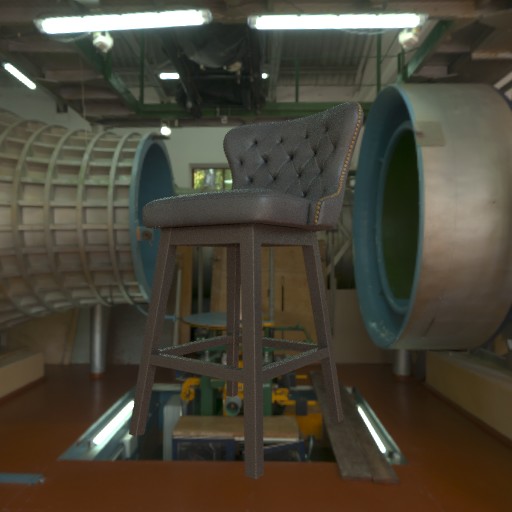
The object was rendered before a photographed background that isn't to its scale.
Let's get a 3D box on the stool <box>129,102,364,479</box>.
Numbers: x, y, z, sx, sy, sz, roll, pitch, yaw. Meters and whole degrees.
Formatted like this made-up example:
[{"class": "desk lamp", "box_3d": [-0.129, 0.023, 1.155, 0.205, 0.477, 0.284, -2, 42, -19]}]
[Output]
[{"class": "stool", "box_3d": [0.000, 0.000, 1.324, 0.528, 0.971, 0.593, 0, 0, 36]}]
